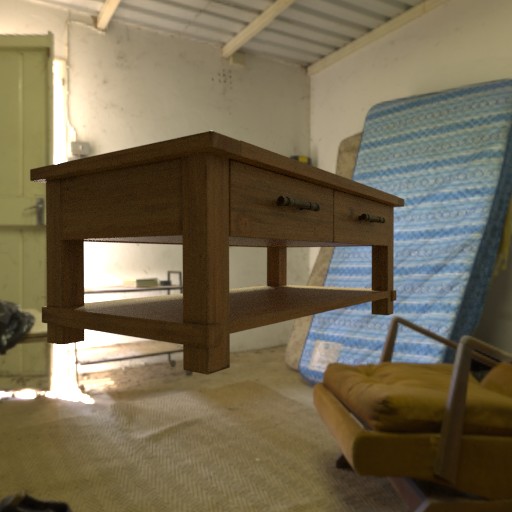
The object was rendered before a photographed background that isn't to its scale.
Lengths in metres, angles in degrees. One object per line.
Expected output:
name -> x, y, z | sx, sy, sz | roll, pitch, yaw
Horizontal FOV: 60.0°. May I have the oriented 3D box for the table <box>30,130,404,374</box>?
table -> 0.000, 0.000, 1.583 | 0.693, 0.494, 1.270 | 0, 0, 35
